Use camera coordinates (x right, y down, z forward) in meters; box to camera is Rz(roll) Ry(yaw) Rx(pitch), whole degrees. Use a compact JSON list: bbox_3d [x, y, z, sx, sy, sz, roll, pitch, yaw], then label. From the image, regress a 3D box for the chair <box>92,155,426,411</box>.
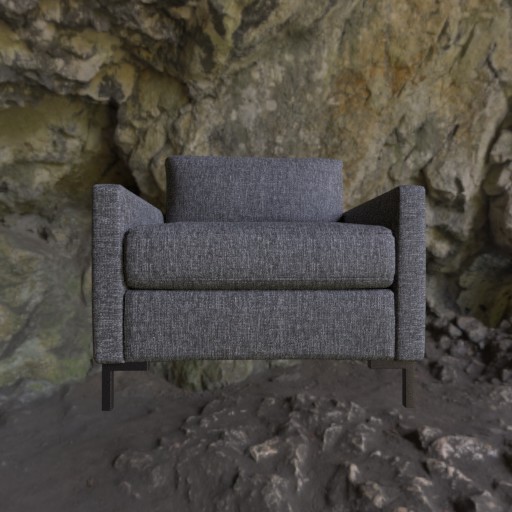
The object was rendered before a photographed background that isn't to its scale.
[{"bbox_3d":[0.000,0.000,1.637,0.963,0.861,0.866,0,-1,-2],"label":"chair"}]
